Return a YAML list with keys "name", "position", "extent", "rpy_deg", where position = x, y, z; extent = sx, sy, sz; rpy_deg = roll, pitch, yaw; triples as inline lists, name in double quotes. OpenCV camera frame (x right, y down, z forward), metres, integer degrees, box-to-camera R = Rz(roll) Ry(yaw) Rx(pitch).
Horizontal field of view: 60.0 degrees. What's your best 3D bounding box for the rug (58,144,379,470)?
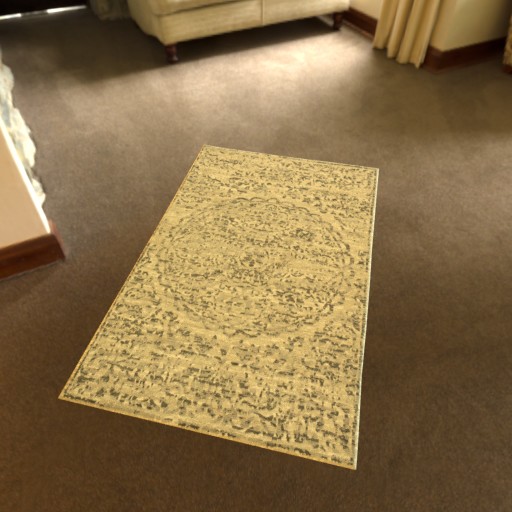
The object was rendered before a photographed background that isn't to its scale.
- name: "rug"
  position: [0.000, 0.000, 2.992]
  extent: [1.527, 0.021, 2.447]
  rpy_deg: [10, 47, 9]
